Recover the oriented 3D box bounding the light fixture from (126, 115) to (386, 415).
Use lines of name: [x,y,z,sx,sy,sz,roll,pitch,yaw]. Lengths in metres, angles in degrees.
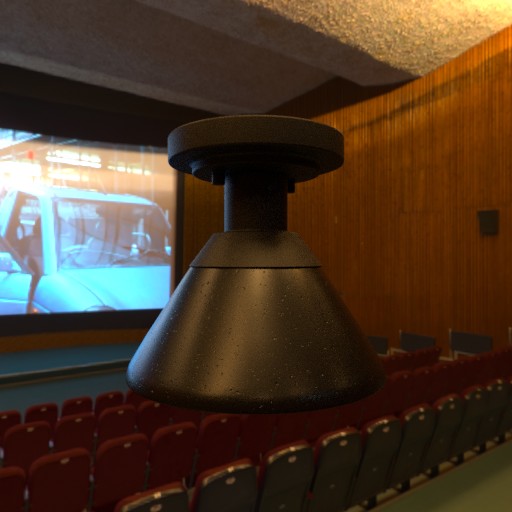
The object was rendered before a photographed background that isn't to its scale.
light fixture: [0.000,0.000,0.356,0.200,0.183,0.200,0,0,0]
